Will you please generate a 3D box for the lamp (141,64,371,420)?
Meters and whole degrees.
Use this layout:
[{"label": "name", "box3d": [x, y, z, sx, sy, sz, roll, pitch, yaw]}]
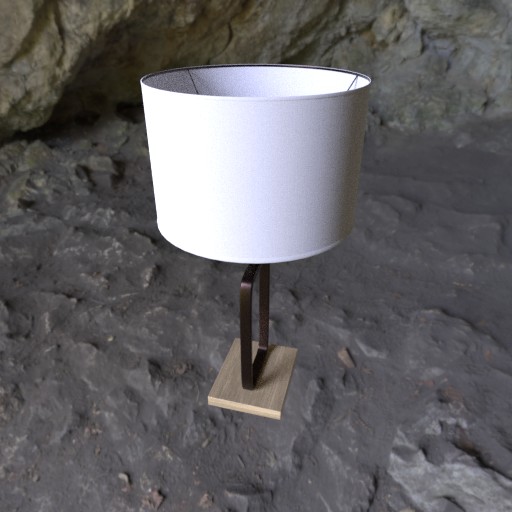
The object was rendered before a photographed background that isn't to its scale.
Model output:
[{"label": "lamp", "box3d": [0.000, 0.000, 0.673, 0.279, 0.508, 0.279, 8, 30, 13]}]
